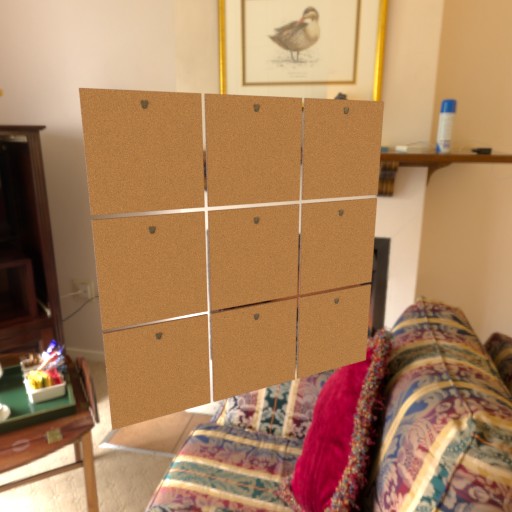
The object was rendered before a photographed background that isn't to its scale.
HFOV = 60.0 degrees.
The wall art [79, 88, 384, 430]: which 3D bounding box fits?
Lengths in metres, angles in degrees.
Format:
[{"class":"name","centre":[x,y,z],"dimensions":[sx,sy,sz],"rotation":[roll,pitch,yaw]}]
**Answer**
[{"class":"wall art","centre":[0.000,0.000,2.246],"dimensions":[1.533,1.532,0.019],"rotation":[-7,17,-26]}]
